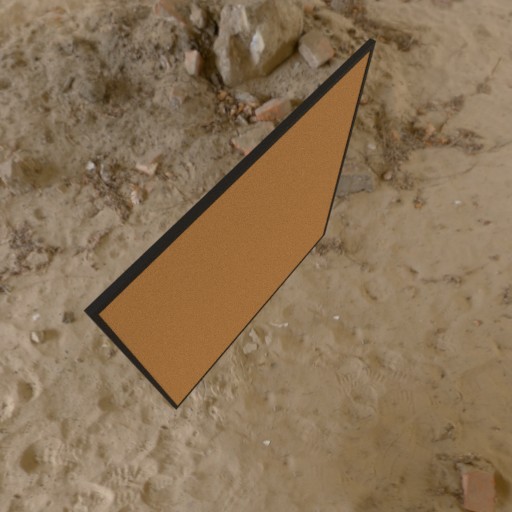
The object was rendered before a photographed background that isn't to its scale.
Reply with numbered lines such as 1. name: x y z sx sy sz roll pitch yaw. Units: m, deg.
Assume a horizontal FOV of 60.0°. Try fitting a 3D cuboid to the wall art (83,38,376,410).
1. wall art: 0.000 0.000 0.957 0.015 0.663 0.664 35 67 17
